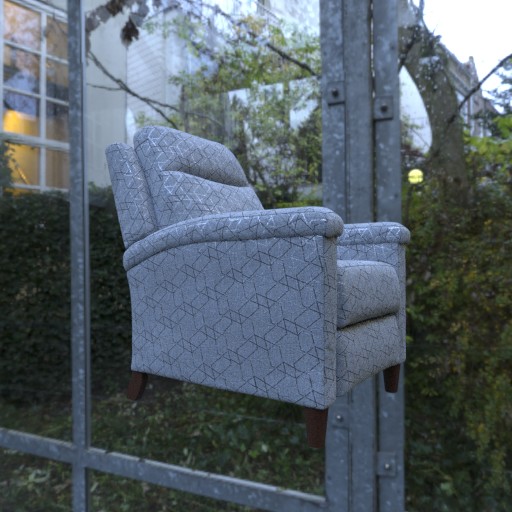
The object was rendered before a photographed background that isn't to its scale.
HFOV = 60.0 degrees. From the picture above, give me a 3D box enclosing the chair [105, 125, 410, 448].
[{"bbox_3d":[0.000,0.000,1.719,0.987,1.048,0.753,0,-1,36],"label":"chair"}]
